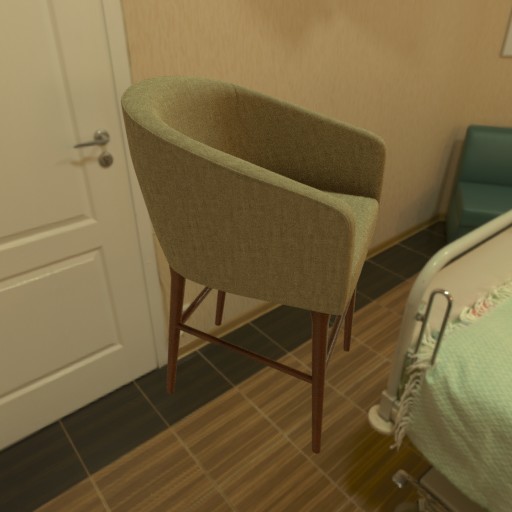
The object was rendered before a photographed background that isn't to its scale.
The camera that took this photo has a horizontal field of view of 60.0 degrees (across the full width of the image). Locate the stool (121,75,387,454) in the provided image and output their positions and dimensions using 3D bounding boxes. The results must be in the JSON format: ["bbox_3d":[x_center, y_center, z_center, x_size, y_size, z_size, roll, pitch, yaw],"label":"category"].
[{"bbox_3d":[0.000,0.000,1.317,0.635,0.952,0.559,11,33,18],"label":"stool"}]
